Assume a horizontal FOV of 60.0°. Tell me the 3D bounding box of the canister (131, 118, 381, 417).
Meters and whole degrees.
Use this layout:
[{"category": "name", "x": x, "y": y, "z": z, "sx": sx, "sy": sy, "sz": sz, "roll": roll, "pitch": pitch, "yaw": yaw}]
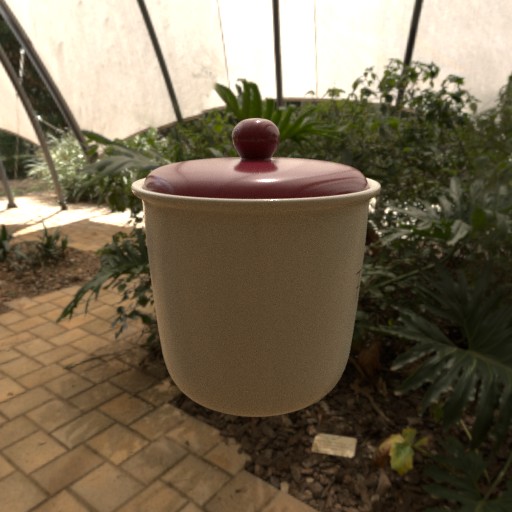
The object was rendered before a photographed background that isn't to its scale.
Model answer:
[{"category": "canister", "x": 0.000, "y": 0.000, "z": 0.350, "sx": 0.182, "sy": 0.208, "sz": 0.182, "roll": 0, "pitch": 16, "yaw": 0}]
